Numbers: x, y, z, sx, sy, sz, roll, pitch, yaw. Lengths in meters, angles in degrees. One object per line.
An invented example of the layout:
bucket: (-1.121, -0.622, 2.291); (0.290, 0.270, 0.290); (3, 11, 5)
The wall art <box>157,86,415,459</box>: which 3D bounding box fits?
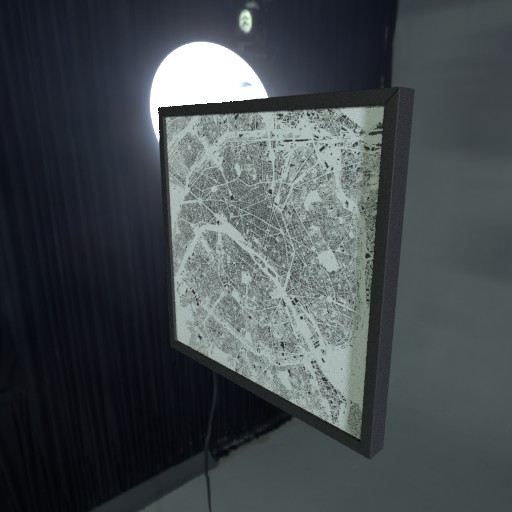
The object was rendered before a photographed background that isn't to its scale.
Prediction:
wall art: (0.000, 0.000, 0.761); (0.037, 0.508, 0.508); (-14, 21, -43)
